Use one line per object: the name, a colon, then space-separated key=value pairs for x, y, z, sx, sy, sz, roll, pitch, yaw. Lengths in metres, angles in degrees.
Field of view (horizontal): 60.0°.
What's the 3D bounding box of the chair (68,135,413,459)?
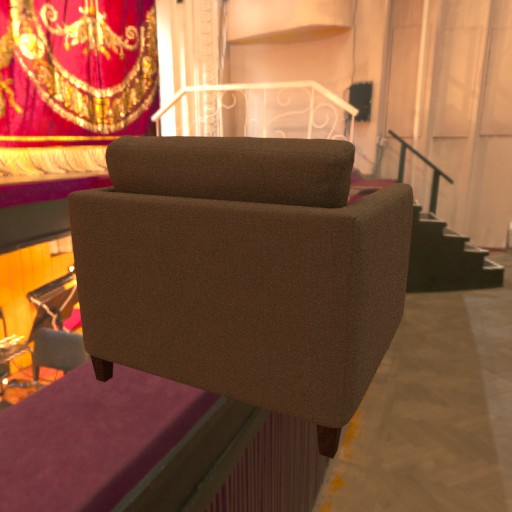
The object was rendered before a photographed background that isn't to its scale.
chair: x=0.000 y=0.000 z=1.833 sx=1.107 sy=0.963 sz=0.959 roll=8 pitch=17 yaw=26
